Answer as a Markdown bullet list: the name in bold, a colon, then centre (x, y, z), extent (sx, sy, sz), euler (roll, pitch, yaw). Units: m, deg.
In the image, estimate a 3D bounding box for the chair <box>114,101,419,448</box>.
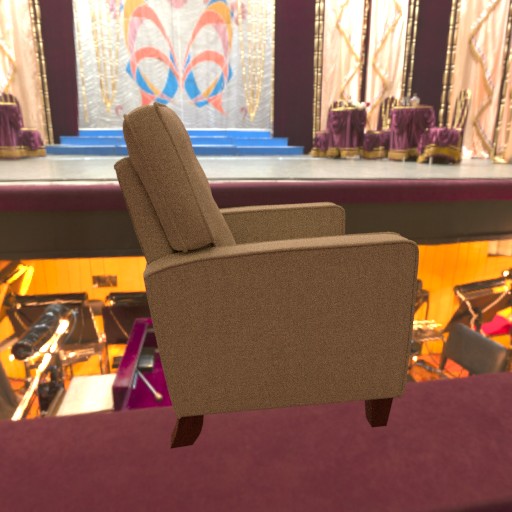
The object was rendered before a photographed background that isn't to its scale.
- **chair**: centre (0.000, 0.000, 1.390), extent (0.754, 0.888, 0.648), euler (-2, 16, -8)
